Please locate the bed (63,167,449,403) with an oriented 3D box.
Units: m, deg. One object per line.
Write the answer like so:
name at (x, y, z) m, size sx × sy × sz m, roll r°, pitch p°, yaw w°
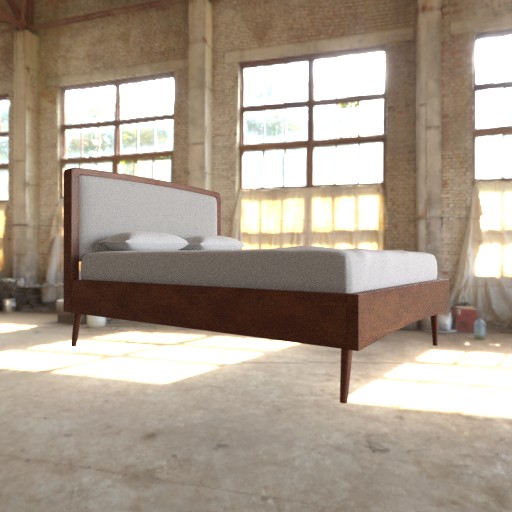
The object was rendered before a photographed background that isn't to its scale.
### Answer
bed at (0.000, 0.000, 3.111) m, size 2.196 × 1.275 × 1.587 m, roll 0°, pitch 0°, yaw 36°
